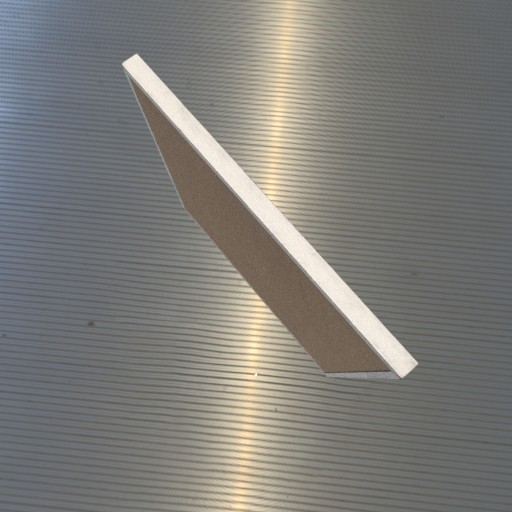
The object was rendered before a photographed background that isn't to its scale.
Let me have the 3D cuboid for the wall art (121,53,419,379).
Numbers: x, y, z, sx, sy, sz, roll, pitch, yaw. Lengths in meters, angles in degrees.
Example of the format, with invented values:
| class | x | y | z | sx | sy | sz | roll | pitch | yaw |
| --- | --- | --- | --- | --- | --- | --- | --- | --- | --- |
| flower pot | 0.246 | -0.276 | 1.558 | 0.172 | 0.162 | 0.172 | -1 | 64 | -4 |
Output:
| class | x | y | z | sx | sy | sz | roll | pitch | yaw |
| --- | --- | --- | --- | --- | --- | --- | --- | --- | --- |
| wall art | 0.000 | 0.000 | 1.146 | 0.038 | 0.762 | 0.762 | -39 | 78 | -10 |
